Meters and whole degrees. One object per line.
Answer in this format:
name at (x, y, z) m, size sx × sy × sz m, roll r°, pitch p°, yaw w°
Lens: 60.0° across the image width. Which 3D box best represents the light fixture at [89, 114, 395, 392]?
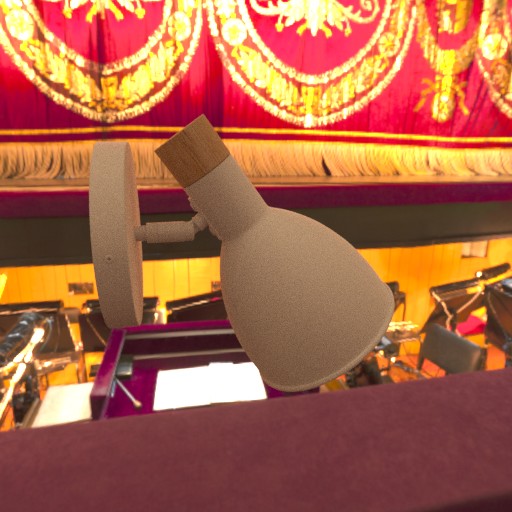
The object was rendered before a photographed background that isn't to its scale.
light fixture at (0.000, 0.000, 0.327) m, size 0.209 × 0.199 × 0.127 m, roll -3°, pitch 15°, yaw -11°
